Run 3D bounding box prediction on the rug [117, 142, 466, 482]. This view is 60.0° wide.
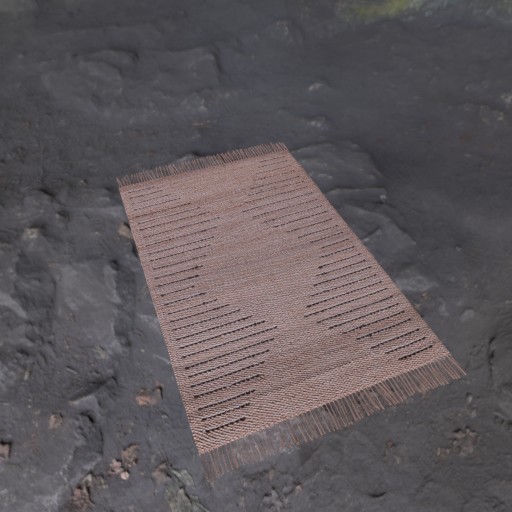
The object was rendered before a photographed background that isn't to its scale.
[{"bbox_3d":[0.000,0.000,2.497,1.224,0.027,2.085,-16,49,-15],"label":"rug"}]
